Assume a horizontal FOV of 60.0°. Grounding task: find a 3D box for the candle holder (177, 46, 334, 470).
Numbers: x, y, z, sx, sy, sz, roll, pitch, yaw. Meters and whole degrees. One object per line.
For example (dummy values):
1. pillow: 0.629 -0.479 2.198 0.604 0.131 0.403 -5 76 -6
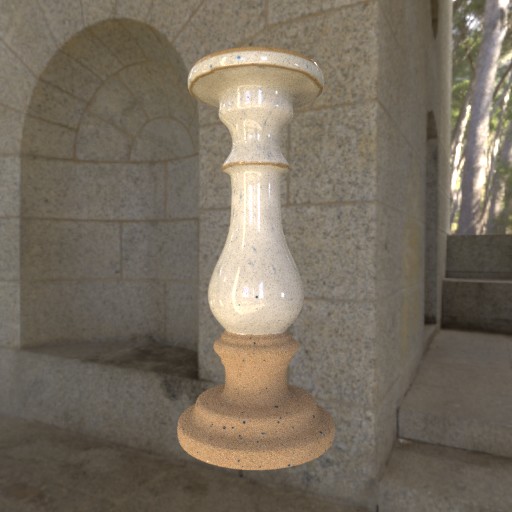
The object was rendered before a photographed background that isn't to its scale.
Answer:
1. candle holder: 0.000 0.000 0.250 0.088 0.203 0.088 0 1 0
